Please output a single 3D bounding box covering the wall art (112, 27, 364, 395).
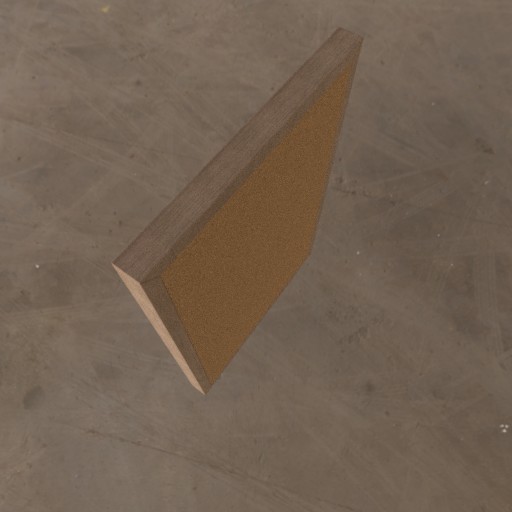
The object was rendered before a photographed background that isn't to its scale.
[{"bbox_3d":[0.000,0.000,0.643,0.031,0.509,0.356,33,68,15],"label":"wall art"}]
